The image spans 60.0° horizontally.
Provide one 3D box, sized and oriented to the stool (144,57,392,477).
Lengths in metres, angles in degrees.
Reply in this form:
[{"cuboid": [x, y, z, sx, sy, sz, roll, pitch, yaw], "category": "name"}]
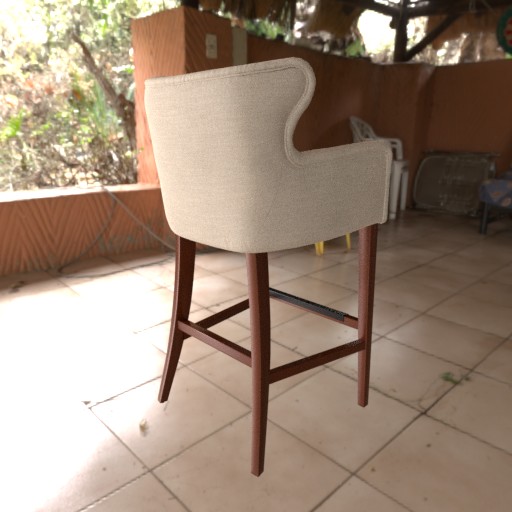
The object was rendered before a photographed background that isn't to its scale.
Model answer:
[{"cuboid": [0.000, 0.000, 1.341, 0.563, 1.034, 0.556, -15, 22, -42], "category": "stool"}]
